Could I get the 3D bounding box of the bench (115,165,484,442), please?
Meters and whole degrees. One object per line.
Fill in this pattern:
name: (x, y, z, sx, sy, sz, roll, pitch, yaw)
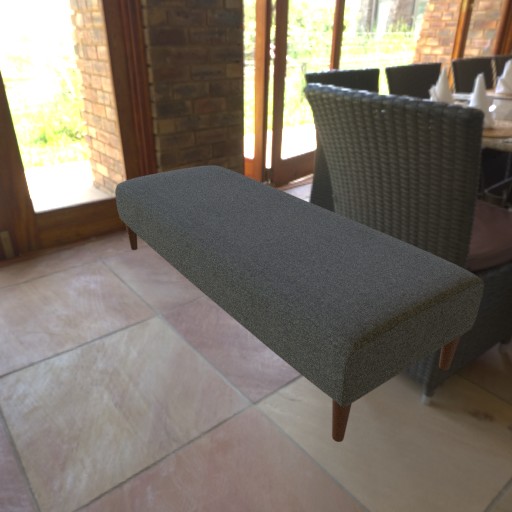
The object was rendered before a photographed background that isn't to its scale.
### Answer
bench: (0.000, 0.000, 1.841, 0.631, 0.384, 1.598, -18, 32, -31)
